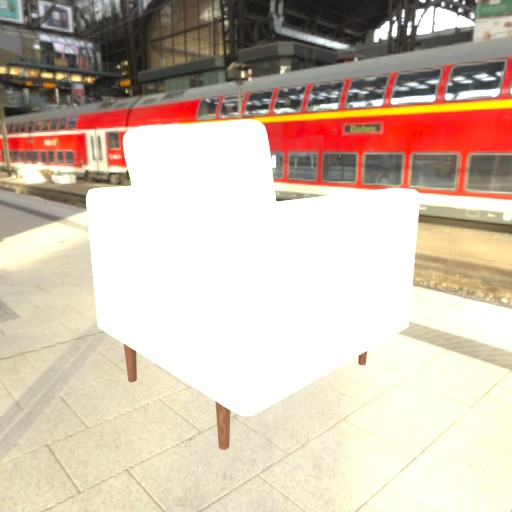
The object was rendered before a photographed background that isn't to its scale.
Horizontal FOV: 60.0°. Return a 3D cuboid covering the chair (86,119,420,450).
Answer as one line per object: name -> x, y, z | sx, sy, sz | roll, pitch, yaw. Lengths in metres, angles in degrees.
chair -> 0.000, 0.000, 1.597 | 0.879, 0.899, 0.831 | -13, 19, -43
